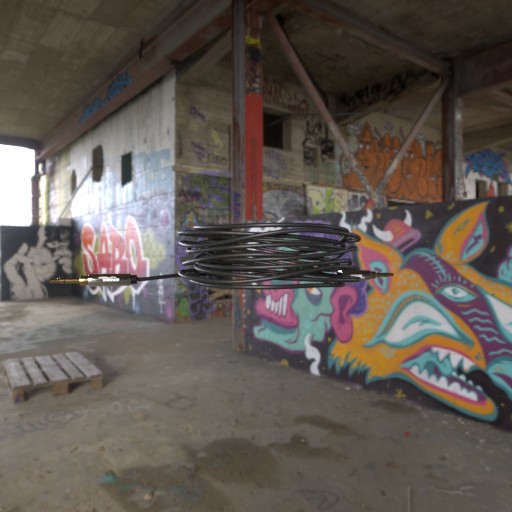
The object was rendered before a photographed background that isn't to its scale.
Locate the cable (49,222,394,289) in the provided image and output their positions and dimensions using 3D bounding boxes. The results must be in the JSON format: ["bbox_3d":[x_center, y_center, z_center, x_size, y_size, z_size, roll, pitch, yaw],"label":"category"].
[{"bbox_3d":[0.000,0.000,0.496,0.432,0.069,0.198,0,0,-18],"label":"cable"}]
